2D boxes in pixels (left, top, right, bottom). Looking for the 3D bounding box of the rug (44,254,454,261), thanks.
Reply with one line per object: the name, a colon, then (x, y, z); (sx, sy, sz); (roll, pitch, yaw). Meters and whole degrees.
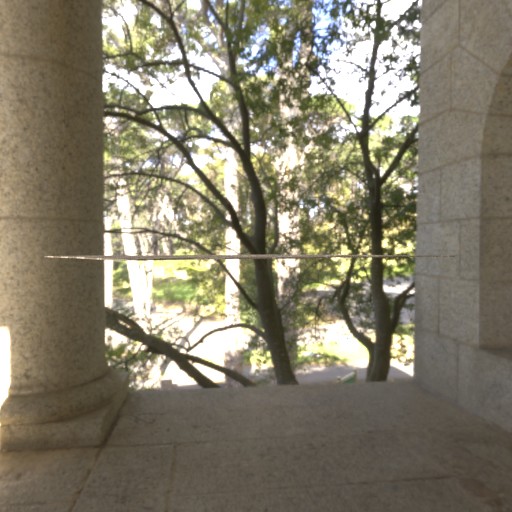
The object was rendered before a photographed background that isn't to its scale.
rug: (0.000, 0.000, 2.231); (1.748, 0.010, 1.142); (0, 1, -37)
